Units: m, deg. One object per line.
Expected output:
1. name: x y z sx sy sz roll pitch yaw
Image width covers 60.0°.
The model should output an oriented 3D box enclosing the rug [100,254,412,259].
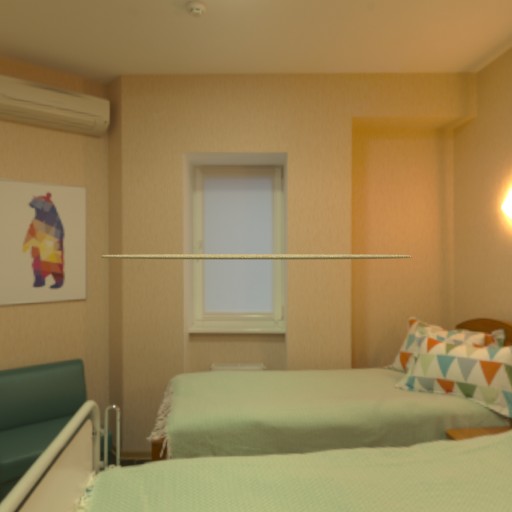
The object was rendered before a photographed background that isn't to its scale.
1. rug: 0.000 0.000 2.403 1.593 0.012 1.593 0 0 0
